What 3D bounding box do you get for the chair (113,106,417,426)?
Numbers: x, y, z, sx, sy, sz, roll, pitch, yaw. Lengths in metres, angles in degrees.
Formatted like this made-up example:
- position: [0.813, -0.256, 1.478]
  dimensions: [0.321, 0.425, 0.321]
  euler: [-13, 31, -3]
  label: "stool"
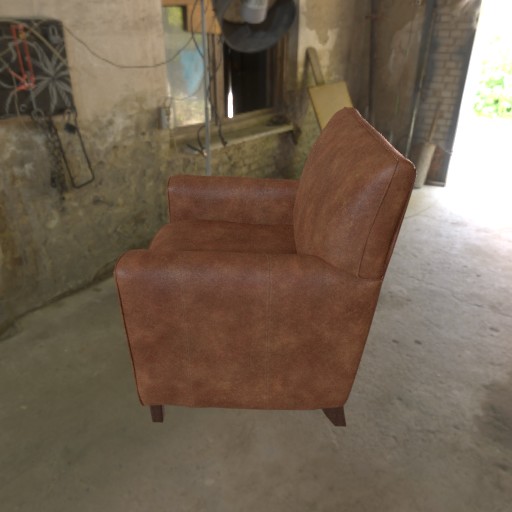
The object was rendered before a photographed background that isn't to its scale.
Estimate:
- position: [0.000, 0.000, 1.643]
  dimensions: [0.823, 0.943, 0.870]
  euler: [0, 28, 1]
  label: "chair"
